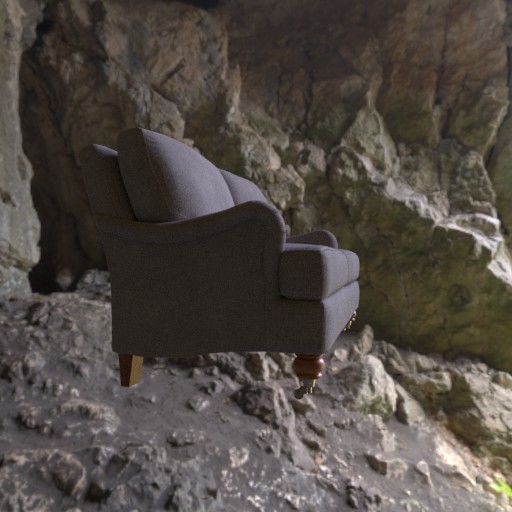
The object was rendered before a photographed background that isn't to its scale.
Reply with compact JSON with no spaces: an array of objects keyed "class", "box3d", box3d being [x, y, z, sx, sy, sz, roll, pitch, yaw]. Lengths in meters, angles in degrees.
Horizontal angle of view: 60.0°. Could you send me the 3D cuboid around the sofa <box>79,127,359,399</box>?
[{"class":"sofa","box3d":[0.000,0.000,2.586,1.084,1.101,1.853,0,0,17]}]
